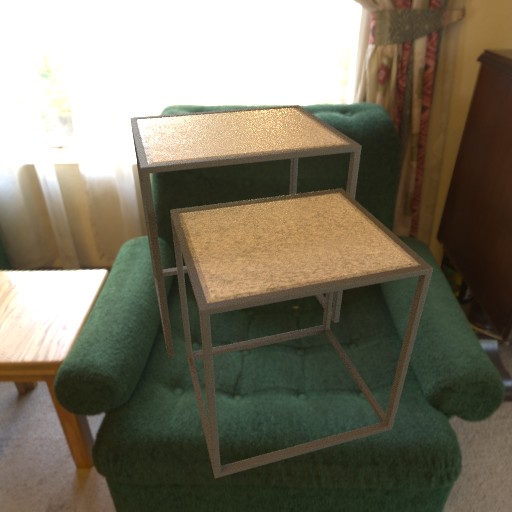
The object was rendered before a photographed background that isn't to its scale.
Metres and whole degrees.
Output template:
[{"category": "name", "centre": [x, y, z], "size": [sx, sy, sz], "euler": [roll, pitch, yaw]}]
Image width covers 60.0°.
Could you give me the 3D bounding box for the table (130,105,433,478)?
[{"category": "table", "centre": [0.000, 0.000, 1.136], "size": [0.508, 0.540, 0.788], "euler": [-9, 33, -14]}]
